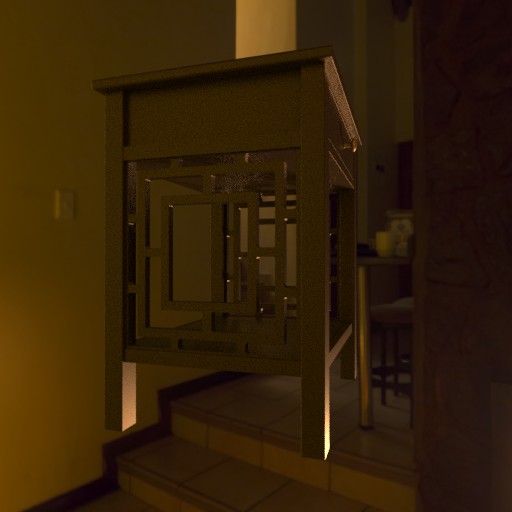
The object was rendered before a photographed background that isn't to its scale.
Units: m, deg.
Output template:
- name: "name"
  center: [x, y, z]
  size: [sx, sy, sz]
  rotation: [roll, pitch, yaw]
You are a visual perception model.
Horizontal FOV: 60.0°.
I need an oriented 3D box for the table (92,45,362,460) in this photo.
- name: "table"
  center: [0.000, 0.000, 1.011]
  size: [0.451, 0.646, 0.564]
  rotation: [0, 0, 18]
